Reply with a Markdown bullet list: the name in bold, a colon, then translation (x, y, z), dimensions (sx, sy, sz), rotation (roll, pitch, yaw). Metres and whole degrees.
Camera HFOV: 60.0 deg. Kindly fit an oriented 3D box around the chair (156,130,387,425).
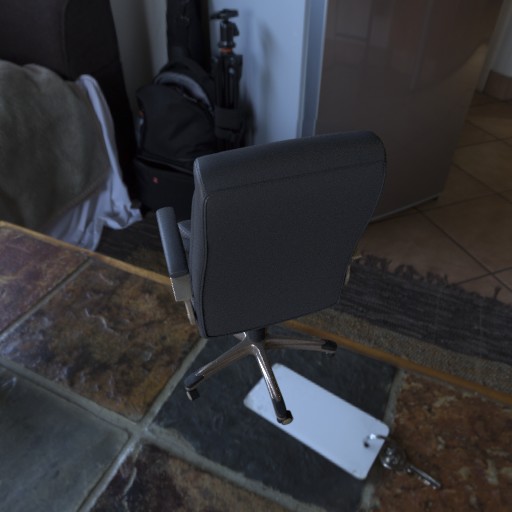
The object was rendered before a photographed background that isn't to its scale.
- **chair**: translation (0.000, 0.000, 1.642), dimensions (0.694, 1.188, 0.748), rotation (-13, 43, -14)
